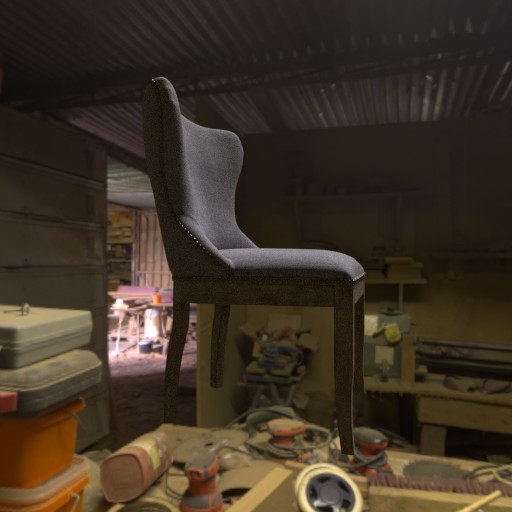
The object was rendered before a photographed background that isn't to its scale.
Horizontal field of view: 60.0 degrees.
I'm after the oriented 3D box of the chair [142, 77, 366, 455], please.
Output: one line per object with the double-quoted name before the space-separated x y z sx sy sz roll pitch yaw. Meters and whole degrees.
"chair" 0.000 0.000 1.462 0.681 1.002 0.654 0 0 17
